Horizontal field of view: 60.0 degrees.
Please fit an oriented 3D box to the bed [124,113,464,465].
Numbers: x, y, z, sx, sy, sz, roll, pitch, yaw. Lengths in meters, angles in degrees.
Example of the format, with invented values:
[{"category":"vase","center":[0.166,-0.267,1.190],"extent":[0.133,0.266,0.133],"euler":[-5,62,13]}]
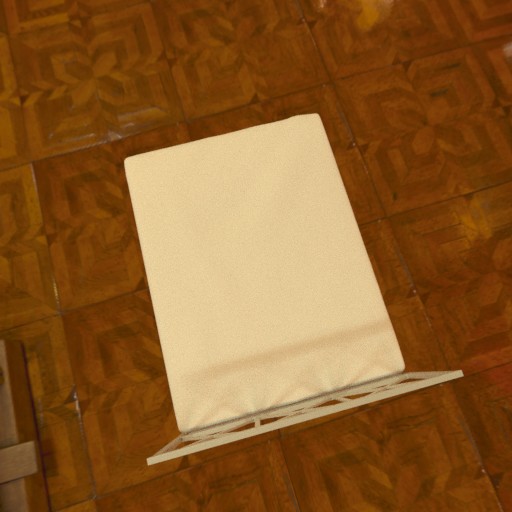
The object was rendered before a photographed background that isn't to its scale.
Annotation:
[{"category":"bed","center":[0.000,0.000,3.126],"extent":[1.673,1.253,2.135],"euler":[-14,75,-4]}]
